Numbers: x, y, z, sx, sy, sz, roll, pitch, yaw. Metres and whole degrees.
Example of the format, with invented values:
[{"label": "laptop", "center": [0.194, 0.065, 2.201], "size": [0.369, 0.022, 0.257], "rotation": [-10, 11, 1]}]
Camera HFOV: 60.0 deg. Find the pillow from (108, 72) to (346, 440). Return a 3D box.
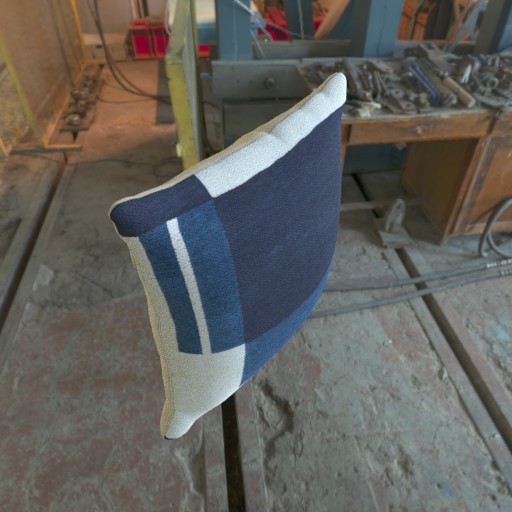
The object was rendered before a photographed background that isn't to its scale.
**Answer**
[{"label": "pillow", "center": [0.000, 0.000, 0.786], "size": [0.229, 0.506, 0.536], "rotation": [27, 48, 27]}]
